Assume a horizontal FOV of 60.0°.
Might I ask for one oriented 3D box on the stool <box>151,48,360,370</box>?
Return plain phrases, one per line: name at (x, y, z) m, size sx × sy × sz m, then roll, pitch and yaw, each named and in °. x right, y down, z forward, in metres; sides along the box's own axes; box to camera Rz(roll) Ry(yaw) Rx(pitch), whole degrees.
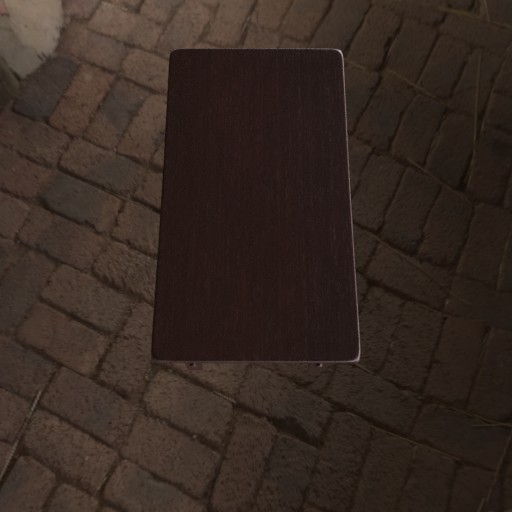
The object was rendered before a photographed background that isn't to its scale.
stool at (0.000, 0.000, 0.827) m, size 0.322 × 0.610 × 0.406 m, roll 0°, pitch 75°, yaw 0°
